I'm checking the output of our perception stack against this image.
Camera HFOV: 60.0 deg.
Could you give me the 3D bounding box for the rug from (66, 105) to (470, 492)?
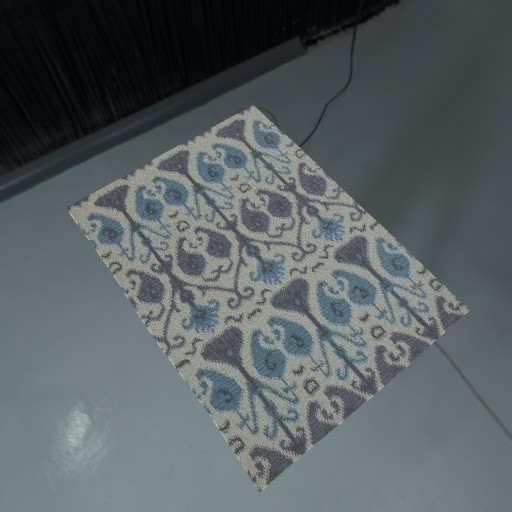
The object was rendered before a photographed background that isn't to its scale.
[{"bbox_3d":[0.000,0.000,2.971,1.676,0.013,2.261,-34,67,-16],"label":"rug"}]
